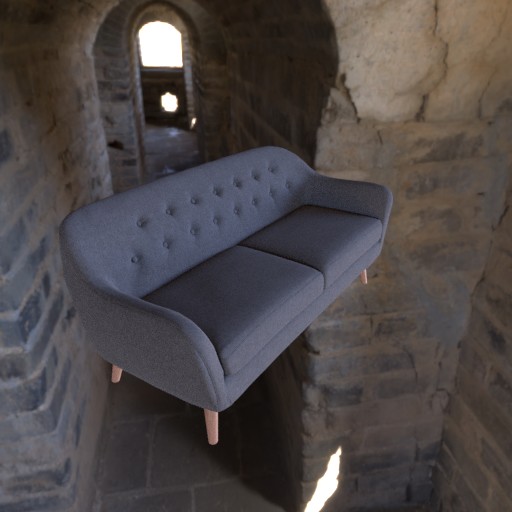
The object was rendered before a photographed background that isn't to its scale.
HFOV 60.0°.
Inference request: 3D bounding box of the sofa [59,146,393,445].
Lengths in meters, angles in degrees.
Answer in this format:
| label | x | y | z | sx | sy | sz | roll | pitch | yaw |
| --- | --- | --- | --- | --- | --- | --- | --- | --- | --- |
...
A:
| label | x | y | z | sx | sy | sz | roll | pitch | yaw |
| --- | --- | --- | --- | --- | --- | --- | --- | --- | --- |
| sofa | 0.000 | 0.000 | 2.284 | 0.820 | 0.820 | 1.840 | 17 | 31 | 31 |
